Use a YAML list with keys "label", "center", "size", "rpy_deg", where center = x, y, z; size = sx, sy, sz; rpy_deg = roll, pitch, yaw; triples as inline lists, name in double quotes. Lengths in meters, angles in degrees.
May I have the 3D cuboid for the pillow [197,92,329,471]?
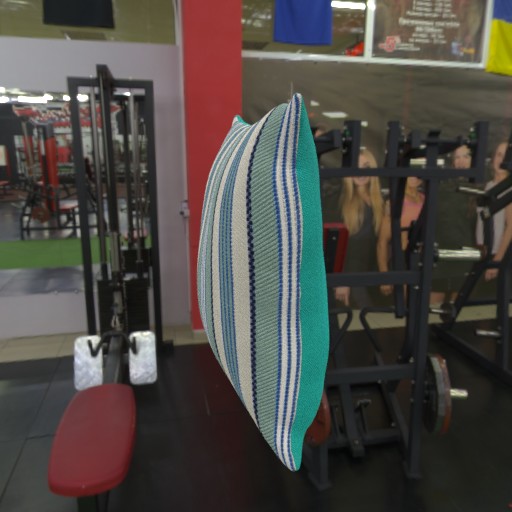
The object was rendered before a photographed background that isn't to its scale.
- label: "pillow"
  center: [0.000, 0.000, 0.682]
  size: [0.182, 0.441, 0.440]
  rpy_deg: [-2, 14, -10]
